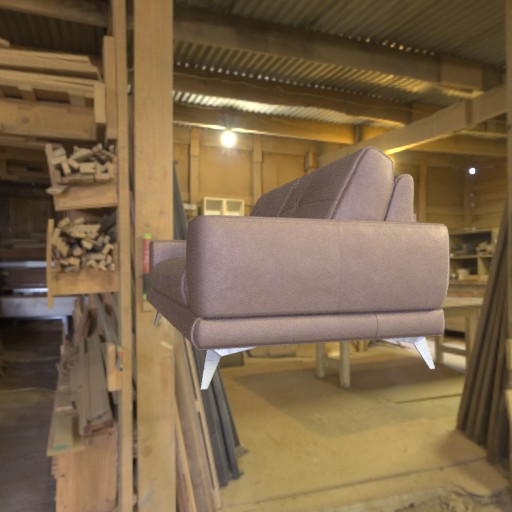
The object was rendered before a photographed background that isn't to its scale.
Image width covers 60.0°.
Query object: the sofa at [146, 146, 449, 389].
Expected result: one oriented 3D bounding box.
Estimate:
[{"bbox_3d":[0.000,0.000,2.373,1.018,0.907,1.806,0,-1,-18],"label":"sofa"}]
